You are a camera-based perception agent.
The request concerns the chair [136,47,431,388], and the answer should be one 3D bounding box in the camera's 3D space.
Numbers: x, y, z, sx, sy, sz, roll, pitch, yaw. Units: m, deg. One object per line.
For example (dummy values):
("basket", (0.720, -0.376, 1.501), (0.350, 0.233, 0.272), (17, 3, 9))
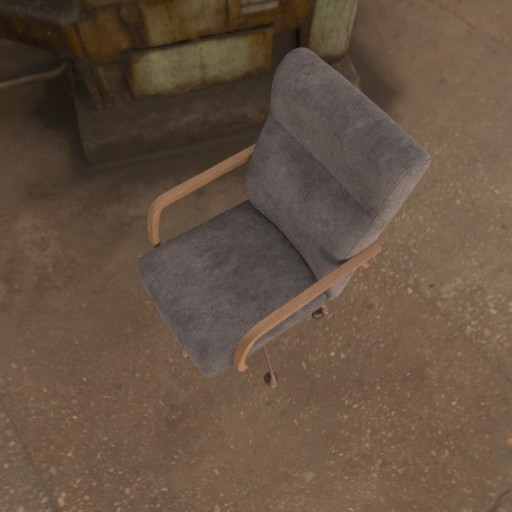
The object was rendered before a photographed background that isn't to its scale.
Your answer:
("chair", (0.000, 0.000, 1.479), (0.741, 1.029, 0.640), (-32, 67, -16))
